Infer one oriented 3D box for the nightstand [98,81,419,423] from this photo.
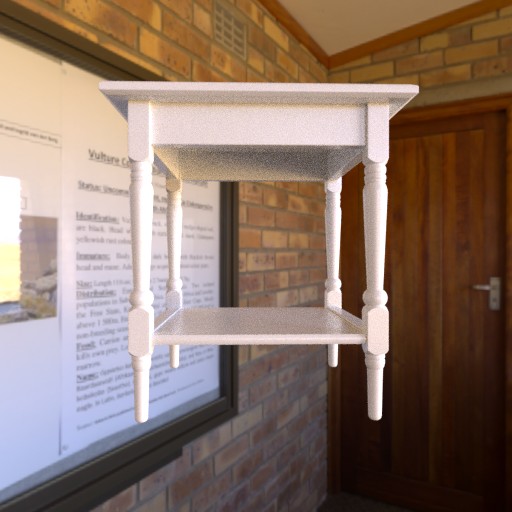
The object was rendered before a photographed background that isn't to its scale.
[{"bbox_3d":[0.000,0.000,0.928,0.505,0.555,0.459,0,0,-2],"label":"nightstand"}]
